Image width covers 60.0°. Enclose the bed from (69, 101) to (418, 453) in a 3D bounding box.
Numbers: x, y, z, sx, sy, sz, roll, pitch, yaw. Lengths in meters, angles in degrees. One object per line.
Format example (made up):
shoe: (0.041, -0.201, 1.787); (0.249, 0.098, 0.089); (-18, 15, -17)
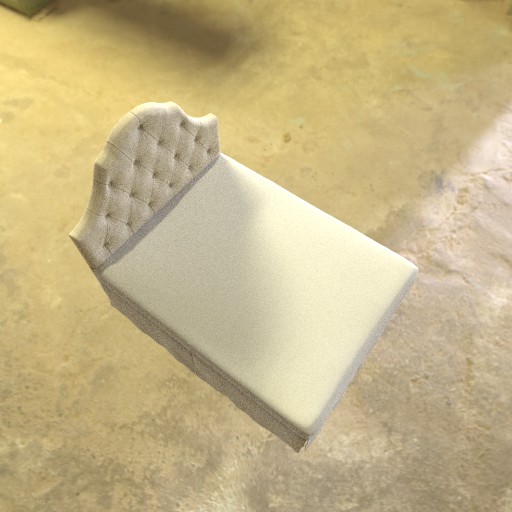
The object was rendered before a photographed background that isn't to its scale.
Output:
bed: (0.000, 0.000, 3.243); (2.092, 1.575, 1.627); (33, 64, 18)
